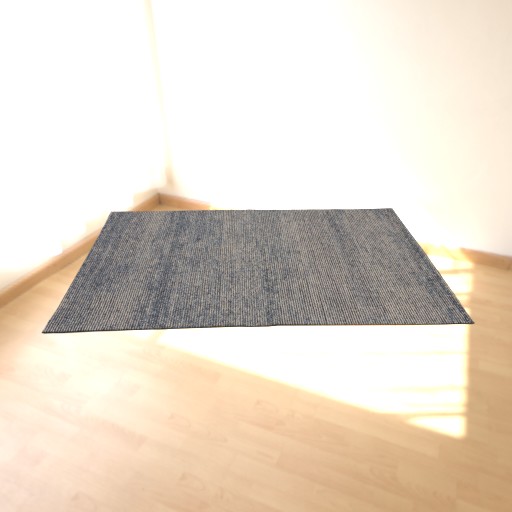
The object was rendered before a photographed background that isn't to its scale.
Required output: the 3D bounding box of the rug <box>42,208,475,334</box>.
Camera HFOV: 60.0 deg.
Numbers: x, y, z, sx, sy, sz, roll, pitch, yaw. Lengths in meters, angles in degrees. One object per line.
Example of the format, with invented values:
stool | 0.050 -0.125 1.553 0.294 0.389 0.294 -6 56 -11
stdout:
rug | 0.000 0.000 2.312 1.793 0.025 1.159 -1 30 -1
